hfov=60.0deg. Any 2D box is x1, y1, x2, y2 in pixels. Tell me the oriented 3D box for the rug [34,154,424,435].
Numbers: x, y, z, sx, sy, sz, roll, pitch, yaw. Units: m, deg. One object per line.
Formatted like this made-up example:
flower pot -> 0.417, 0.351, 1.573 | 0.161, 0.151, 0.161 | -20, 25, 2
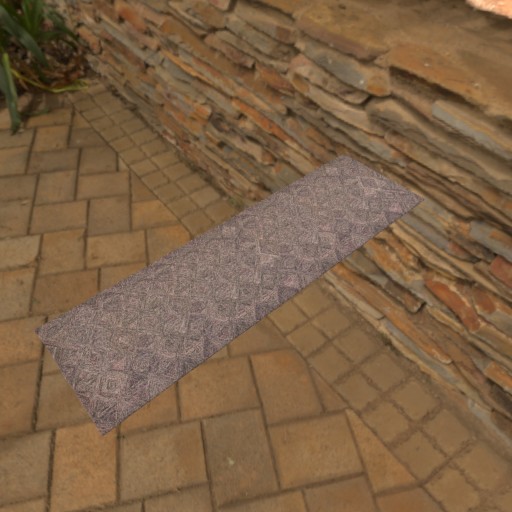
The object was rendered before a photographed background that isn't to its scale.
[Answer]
rug -> 0.000, 0.000, 2.514 | 2.296, 0.011, 0.691 | -33, 55, -27
